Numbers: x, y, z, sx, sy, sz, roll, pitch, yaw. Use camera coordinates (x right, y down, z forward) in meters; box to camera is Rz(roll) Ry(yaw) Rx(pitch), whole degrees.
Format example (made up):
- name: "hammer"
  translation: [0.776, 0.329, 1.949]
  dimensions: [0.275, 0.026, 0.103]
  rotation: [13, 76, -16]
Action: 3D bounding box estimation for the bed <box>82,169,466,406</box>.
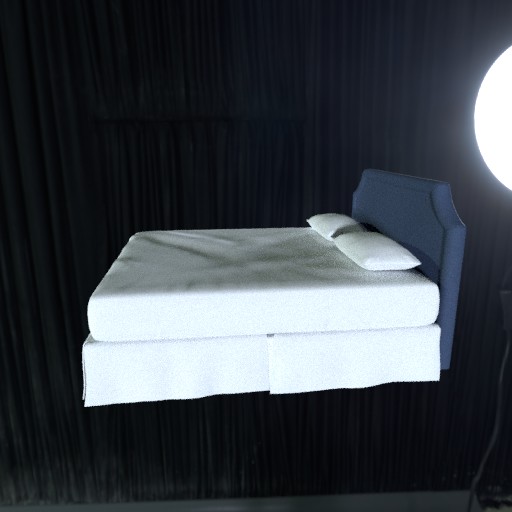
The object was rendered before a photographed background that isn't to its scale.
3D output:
- name: "bed"
  translation: [0.000, 0.000, 4.155]
  dimensions: [2.773, 1.488, 2.350]
  rotation: [-2, 15, -7]
